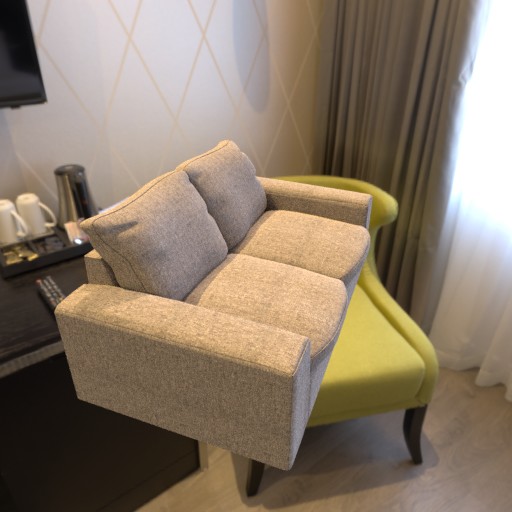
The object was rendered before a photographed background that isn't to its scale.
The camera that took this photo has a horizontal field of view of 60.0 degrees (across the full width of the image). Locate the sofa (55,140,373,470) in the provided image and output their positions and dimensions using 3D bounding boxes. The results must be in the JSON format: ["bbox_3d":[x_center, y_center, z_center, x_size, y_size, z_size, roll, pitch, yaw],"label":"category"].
[{"bbox_3d":[0.000,0.000,2.391,1.094,0.877,1.758,11,31,18],"label":"sofa"}]
